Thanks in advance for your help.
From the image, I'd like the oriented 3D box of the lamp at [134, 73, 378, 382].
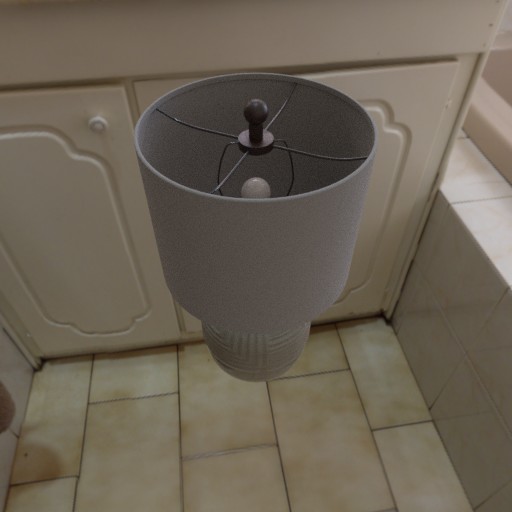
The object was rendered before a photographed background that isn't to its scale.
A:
[{"bbox_3d":[0.000,0.000,0.764,0.318,0.567,0.318,0,46,0],"label":"lamp"}]
